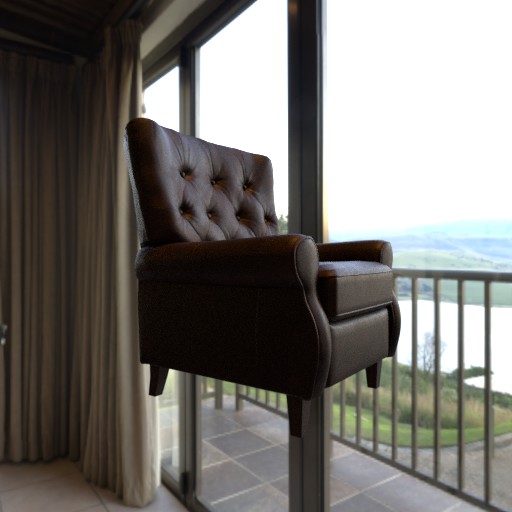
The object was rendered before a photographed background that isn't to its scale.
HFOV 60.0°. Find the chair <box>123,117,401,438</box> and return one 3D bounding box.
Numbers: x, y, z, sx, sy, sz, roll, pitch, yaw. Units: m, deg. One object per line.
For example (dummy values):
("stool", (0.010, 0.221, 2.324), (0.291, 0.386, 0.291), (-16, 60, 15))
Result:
("chair", (0.000, 0.000, 1.944), (1.058, 1.158, 0.948), (0, 0, 36))
